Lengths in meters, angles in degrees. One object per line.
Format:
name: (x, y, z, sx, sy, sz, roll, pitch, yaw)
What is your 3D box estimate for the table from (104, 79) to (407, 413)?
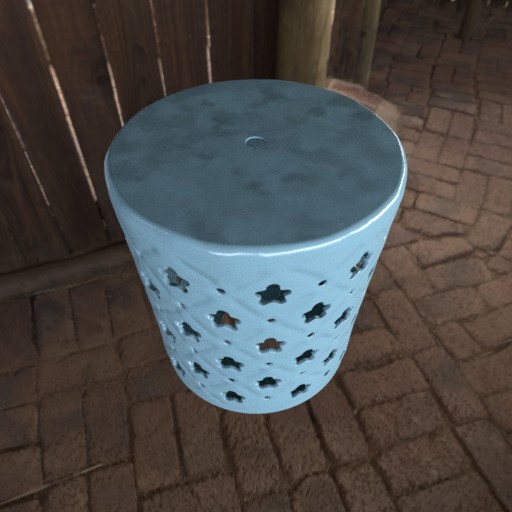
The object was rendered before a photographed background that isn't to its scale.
table: (0.000, 0.000, 0.656, 0.352, 0.387, 0.352, 0, 47, 0)
